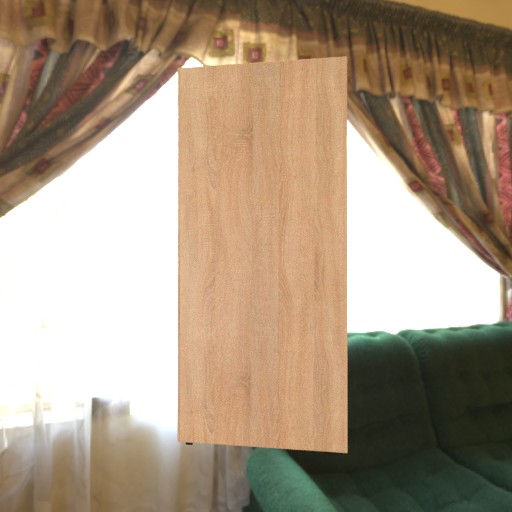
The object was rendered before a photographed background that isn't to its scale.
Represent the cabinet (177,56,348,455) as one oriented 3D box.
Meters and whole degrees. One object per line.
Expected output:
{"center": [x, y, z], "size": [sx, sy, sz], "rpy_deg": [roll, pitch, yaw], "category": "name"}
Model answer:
{"center": [0.000, 0.000, 2.820], "size": [1.094, 2.120, 1.327], "rpy_deg": [0, 0, -36], "category": "cabinet"}
